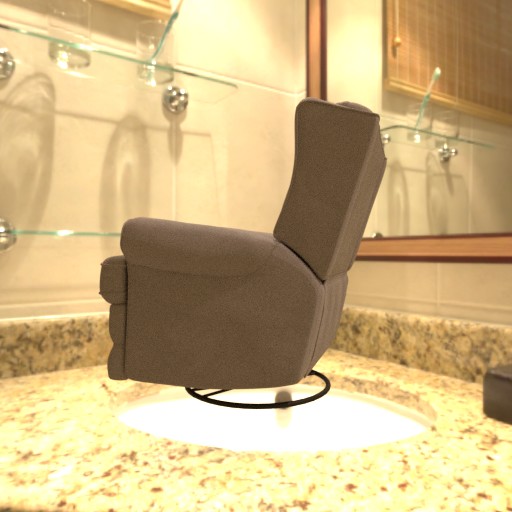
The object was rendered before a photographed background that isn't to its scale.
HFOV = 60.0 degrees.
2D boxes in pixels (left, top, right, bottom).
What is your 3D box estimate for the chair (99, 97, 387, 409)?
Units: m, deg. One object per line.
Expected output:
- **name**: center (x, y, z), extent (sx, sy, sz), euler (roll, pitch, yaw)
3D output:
- **chair**: center (0.000, 0.000, 1.745), extent (0.969, 1.011, 0.847), euler (0, 1, 18)
